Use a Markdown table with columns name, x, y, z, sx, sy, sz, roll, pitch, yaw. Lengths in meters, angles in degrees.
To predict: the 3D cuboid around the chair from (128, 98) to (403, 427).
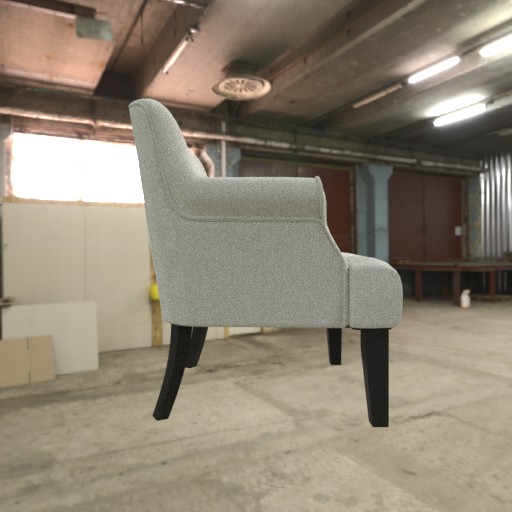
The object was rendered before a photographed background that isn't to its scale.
| name | x | y | z | sx | sy | sz | roll | pitch | yaw |
| --- | --- | --- | --- | --- | --- | --- | --- | --- | --- |
| chair | 0.000 | 0.000 | 1.473 | 0.750 | 0.875 | 0.781 | 0 | 0 | 0 |
